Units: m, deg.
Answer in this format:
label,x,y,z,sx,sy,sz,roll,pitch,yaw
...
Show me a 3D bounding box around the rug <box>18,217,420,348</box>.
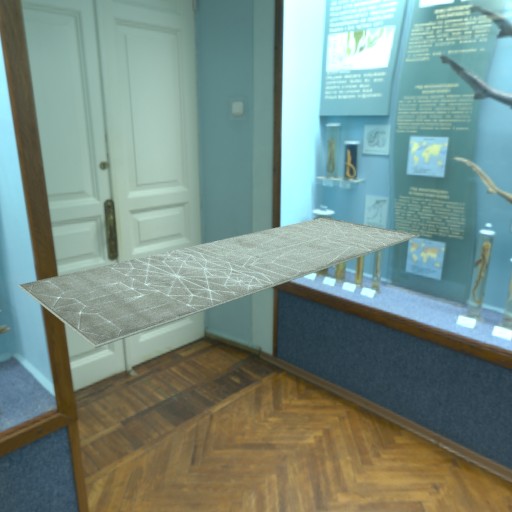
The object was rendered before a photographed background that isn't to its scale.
label,x,y,z,sx,sy,sz,roll,pitch,yaw
rug,0.000,0.000,2.655,2.388,0.012,0.864,-15,22,-41
